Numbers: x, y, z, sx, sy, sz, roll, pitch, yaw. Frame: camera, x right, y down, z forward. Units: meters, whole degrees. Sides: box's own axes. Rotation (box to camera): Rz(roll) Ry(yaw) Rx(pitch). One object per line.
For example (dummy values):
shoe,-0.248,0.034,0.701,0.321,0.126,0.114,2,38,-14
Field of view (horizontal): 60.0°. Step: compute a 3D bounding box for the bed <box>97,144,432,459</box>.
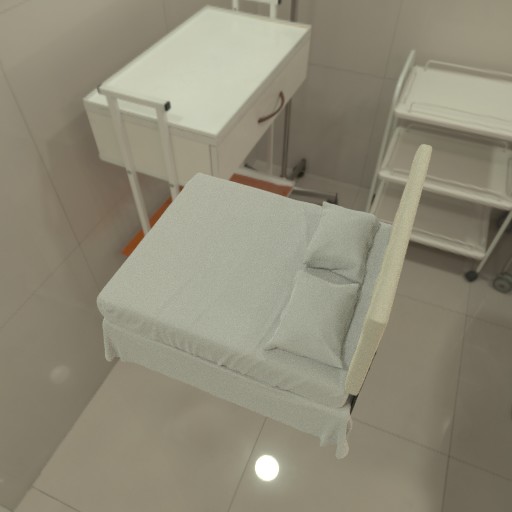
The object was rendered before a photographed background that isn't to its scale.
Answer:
bed,0.000,0.000,3.498,2.222,1.577,1.936,17,51,15
